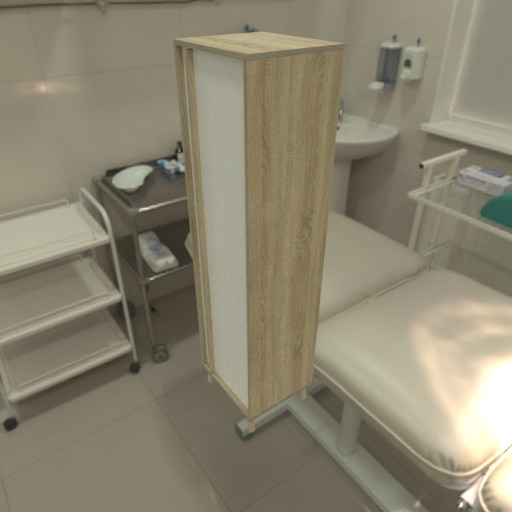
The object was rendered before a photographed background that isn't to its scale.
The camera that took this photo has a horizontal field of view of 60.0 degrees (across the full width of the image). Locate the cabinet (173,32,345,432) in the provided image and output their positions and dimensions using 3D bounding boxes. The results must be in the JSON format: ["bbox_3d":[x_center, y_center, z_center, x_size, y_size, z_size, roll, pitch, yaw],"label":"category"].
[{"bbox_3d":[0.000,0.000,2.232,0.450,1.960,0.510,-21,38,-30],"label":"cabinet"}]
